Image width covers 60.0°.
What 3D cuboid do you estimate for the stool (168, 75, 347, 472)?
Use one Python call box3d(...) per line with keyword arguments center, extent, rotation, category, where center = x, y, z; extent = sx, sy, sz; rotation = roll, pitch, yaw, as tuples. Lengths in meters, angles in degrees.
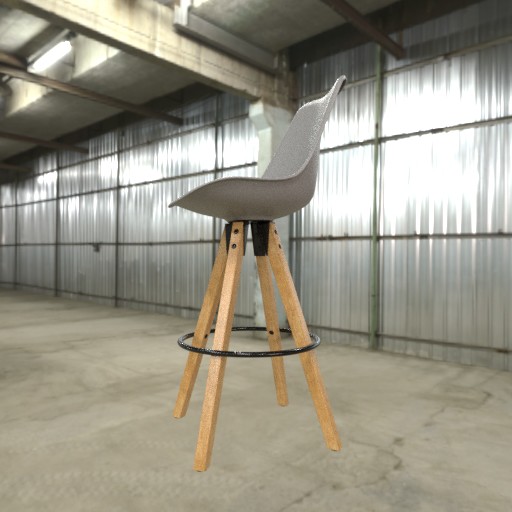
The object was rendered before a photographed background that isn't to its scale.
box3d(center=(0.000, 0.000, 1.414), extent=(0.550, 1.115, 0.485), rotation=(0, 0, -18), category="stool")
